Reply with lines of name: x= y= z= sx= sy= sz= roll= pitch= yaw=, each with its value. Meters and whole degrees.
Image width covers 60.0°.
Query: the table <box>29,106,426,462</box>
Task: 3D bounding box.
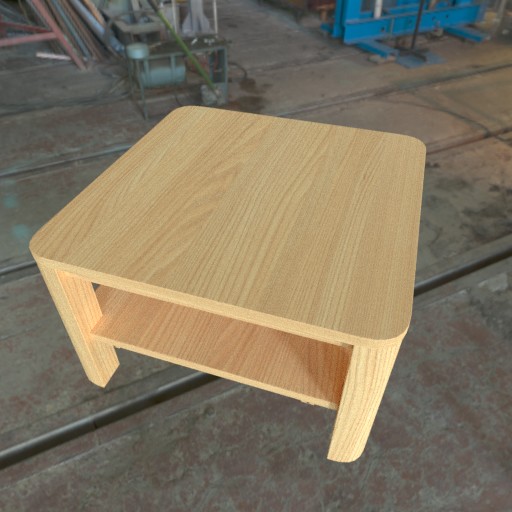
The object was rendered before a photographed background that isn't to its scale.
table: x=0.000 y=0.000 z=1.198 sx=0.750 sy=0.450 sz=0.750 roll=12 pitch=43 yaw=14
